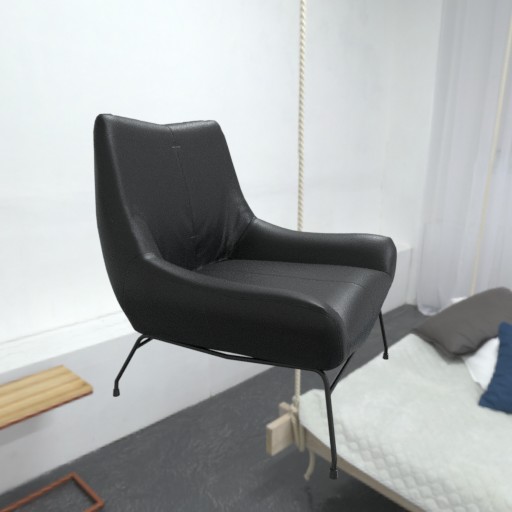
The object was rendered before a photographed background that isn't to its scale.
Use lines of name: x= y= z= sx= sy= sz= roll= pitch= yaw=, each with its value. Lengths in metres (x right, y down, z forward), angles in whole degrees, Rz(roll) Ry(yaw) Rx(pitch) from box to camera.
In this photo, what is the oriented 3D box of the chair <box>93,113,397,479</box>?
chair: x=0.000 y=0.000 z=1.517 sx=0.826 sy=0.922 sz=0.836 roll=7 pitch=16 yaw=25
